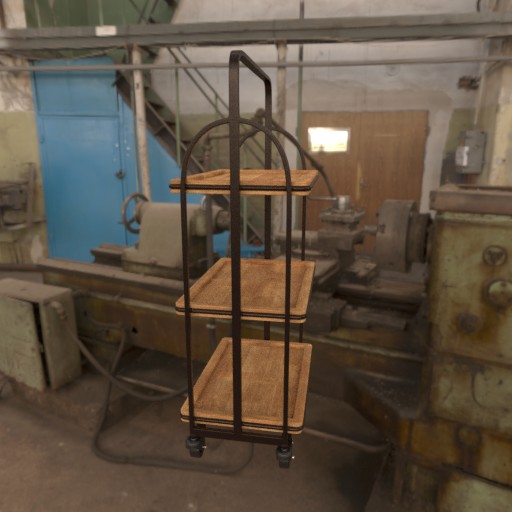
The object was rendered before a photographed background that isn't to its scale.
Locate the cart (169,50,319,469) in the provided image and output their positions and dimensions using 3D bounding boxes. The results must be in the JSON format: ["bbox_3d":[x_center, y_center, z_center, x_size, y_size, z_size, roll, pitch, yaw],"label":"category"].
[{"bbox_3d":[0.000,0.000,1.259,0.327,1.001,0.553,2,14,10],"label":"cart"}]
